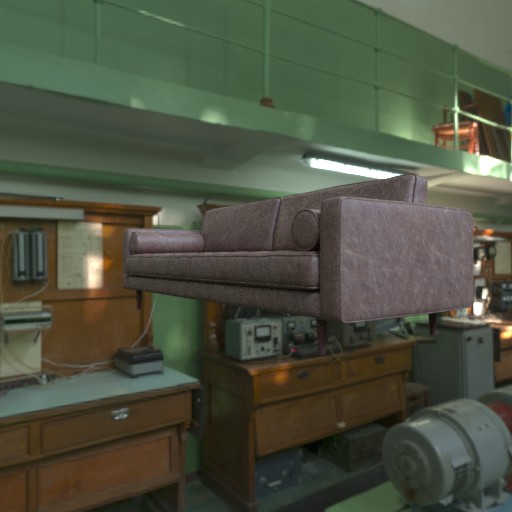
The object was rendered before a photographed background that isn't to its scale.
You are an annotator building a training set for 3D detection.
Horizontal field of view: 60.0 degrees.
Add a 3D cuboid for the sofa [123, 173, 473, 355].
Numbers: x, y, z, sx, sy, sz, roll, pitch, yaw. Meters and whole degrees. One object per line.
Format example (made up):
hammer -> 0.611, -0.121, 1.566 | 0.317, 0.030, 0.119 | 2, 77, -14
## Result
sofa -> 0.000, 0.000, 2.664 | 0.914, 0.762, 2.210 | 0, 0, -36
